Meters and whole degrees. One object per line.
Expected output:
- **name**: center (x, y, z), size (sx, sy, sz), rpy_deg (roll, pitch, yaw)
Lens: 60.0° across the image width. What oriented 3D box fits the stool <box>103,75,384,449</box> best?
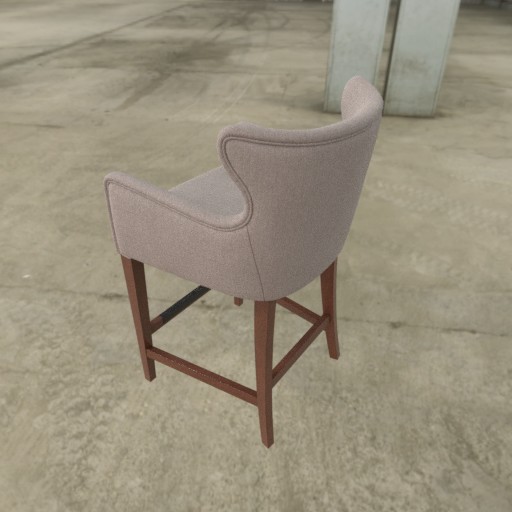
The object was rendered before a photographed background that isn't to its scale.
- **stool**: center (0.000, 0.000, 1.305), size (0.575, 0.951, 0.575), rpy_deg (22, 39, 29)
